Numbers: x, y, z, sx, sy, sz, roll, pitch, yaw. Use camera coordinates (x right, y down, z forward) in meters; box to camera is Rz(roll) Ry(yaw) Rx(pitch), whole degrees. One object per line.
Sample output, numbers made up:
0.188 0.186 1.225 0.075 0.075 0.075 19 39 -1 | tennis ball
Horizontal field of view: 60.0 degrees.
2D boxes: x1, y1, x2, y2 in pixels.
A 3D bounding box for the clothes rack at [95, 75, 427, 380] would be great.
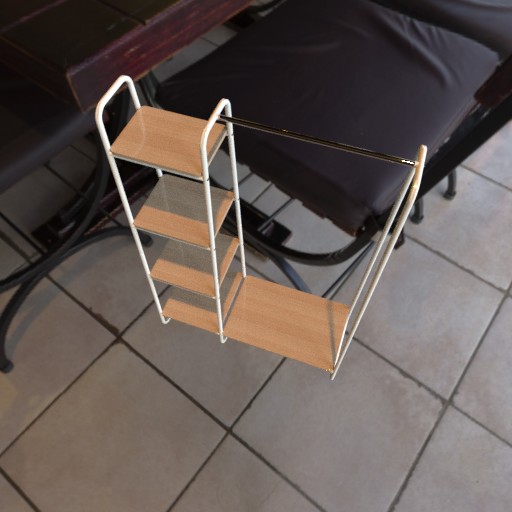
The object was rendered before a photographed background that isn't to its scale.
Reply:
0.000 0.000 1.973 1.011 1.500 0.400 17 59 10 | clothes rack
